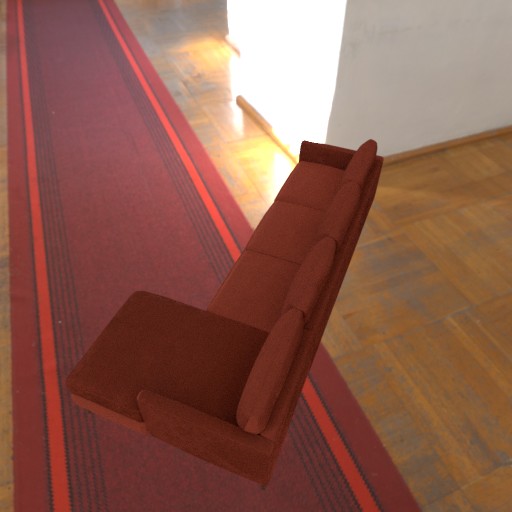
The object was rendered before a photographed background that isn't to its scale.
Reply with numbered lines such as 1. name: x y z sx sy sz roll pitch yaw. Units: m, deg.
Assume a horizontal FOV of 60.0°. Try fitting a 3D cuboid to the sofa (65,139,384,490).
1. sofa: 0.000 0.000 3.443 1.350 0.810 2.932 17 48 16
